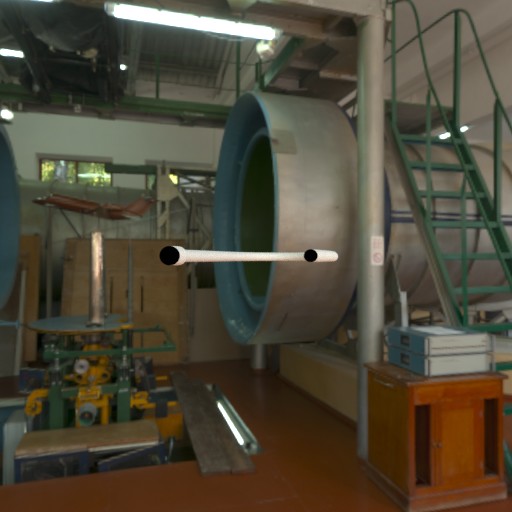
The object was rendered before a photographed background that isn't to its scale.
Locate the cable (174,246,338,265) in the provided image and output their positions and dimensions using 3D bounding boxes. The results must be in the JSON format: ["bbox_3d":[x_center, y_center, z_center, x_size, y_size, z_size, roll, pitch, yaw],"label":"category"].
[{"bbox_3d":[0.000,0.000,0.112,0.041,0.005,0.098,0,0,18],"label":"cable"}]
